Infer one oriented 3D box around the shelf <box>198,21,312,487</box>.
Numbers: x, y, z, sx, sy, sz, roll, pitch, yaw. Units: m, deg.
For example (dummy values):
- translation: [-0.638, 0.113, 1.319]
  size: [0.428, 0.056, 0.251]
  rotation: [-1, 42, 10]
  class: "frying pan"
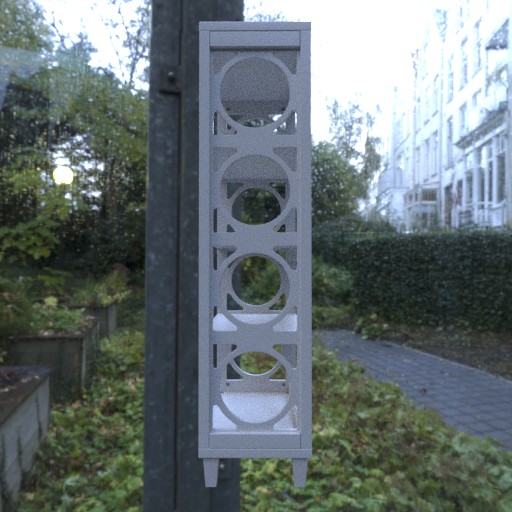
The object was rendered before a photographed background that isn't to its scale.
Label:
- translation: [0.000, 0.000, 1.634]
  size: [0.340, 1.411, 0.611]
  rotation: [0, -1, 0]
  class: "shelf"
